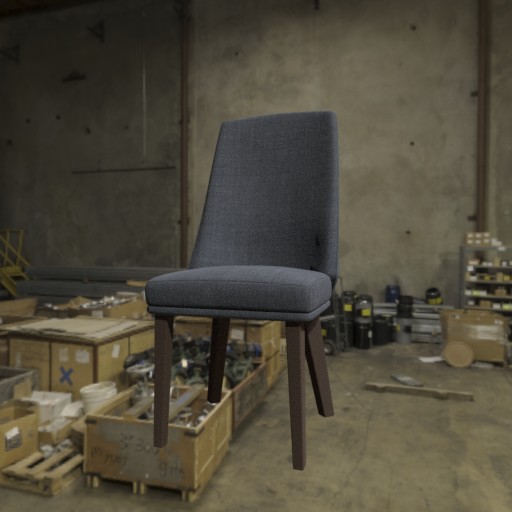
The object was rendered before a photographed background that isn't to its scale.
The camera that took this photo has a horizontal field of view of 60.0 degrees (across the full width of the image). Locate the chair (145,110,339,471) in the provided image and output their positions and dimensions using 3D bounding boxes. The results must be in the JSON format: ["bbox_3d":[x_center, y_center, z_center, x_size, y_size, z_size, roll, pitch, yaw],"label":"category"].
[{"bbox_3d":[0.000,0.000,1.395,0.510,1.050,0.577,0,1,19],"label":"chair"}]
